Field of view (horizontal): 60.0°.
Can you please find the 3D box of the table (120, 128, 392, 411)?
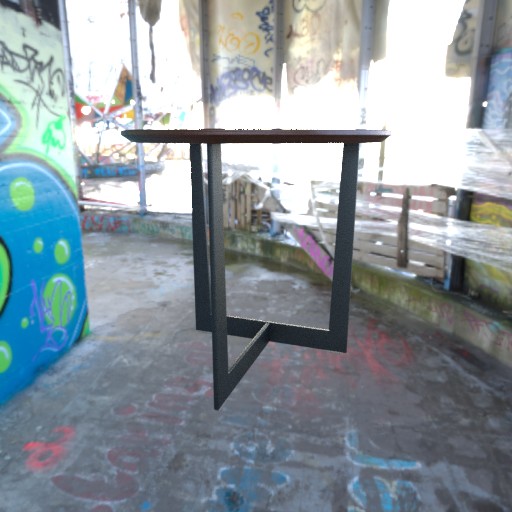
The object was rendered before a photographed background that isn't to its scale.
[{"bbox_3d":[0.000,0.000,0.878,0.477,0.476,0.494,2,15,9],"label":"table"}]
